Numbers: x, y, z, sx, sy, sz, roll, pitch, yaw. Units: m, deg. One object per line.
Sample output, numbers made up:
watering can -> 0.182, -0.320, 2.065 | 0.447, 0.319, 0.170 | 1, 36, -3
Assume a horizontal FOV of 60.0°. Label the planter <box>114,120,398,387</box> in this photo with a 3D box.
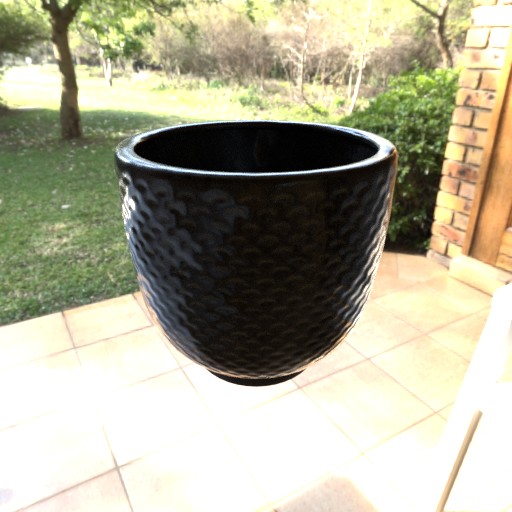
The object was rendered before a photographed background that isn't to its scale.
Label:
planter -> 0.000, 0.000, 0.311 | 0.172, 0.160, 0.172 | 0, 26, 0
